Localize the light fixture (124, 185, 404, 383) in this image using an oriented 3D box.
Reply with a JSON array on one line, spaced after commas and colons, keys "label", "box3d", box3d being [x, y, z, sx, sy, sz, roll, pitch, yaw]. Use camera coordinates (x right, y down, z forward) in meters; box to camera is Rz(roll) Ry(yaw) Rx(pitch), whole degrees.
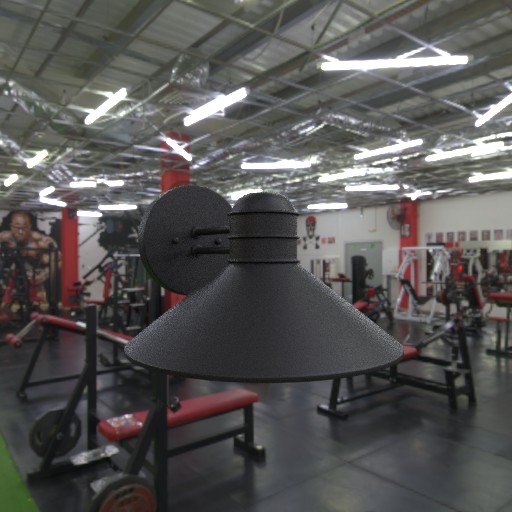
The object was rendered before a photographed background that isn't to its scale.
[{"label": "light fixture", "box3d": [0.000, 0.000, 0.673, 0.396, 0.265, 0.434, 0, 0, -36]}]
